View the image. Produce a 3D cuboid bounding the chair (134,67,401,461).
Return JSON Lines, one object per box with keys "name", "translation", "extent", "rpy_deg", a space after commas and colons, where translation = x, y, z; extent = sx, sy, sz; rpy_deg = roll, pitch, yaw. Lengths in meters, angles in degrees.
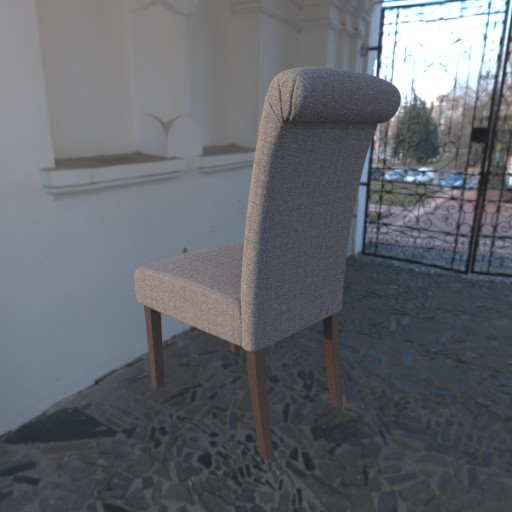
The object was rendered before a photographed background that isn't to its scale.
{"name": "chair", "translation": [0.000, 0.000, 1.349], "extent": [0.671, 1.006, 0.456], "rpy_deg": [16, 22, 43]}
